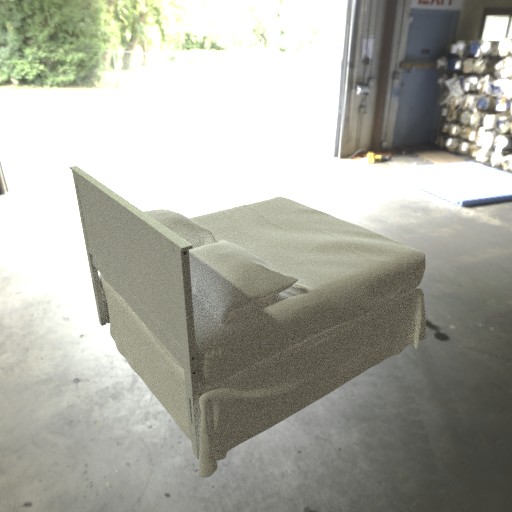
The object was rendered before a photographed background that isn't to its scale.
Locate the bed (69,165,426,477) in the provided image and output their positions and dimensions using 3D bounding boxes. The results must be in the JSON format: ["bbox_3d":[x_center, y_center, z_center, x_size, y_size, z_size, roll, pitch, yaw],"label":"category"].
[{"bbox_3d":[0.000,0.000,3.220,2.047,1.269,1.876,-18,31,-32],"label":"bed"}]
